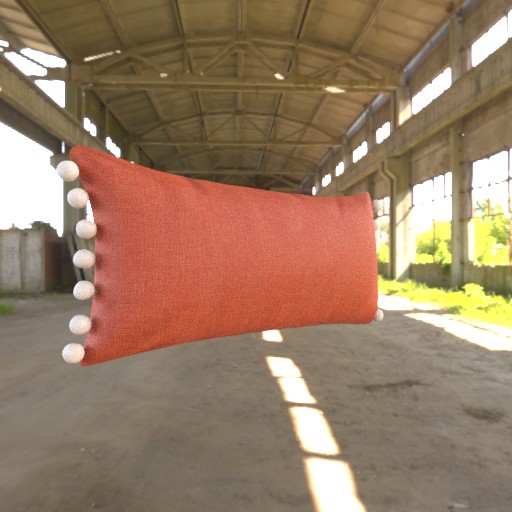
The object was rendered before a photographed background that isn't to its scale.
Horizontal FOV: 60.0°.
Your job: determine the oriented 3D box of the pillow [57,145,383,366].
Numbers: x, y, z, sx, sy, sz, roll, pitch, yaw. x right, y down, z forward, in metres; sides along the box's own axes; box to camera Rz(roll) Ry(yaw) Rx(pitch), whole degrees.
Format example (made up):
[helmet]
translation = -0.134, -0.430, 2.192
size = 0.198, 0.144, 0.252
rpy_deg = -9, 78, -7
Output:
[pillow]
translation = 0.000, 0.000, 0.837
size = 0.709, 0.322, 0.201
rpy_deg = 0, 0, -36
